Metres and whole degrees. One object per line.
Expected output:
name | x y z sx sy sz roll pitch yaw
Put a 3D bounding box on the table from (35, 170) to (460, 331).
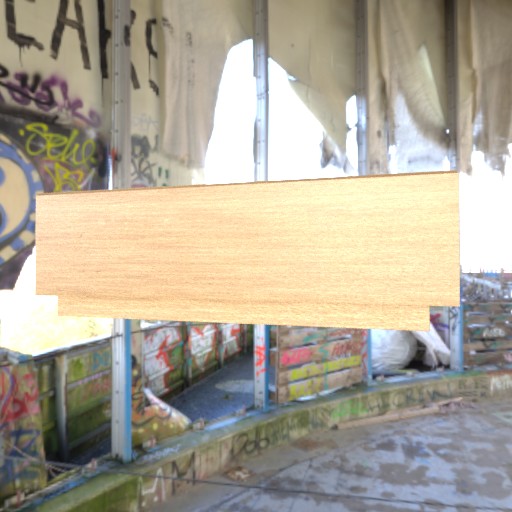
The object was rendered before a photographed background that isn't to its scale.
table | 0.000 0.000 1.429 1.110 0.353 0.678 0 -1 17
